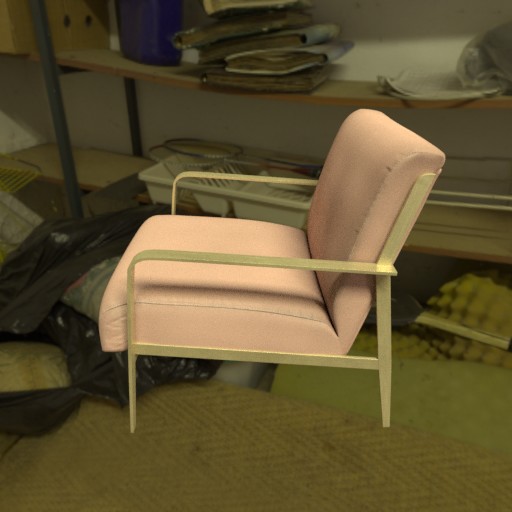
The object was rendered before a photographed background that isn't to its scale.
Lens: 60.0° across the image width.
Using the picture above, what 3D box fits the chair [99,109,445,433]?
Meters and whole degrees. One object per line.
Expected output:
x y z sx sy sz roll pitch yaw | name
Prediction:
0.000 0.000 1.413 0.848 0.823 0.701 0 27 0 | chair
